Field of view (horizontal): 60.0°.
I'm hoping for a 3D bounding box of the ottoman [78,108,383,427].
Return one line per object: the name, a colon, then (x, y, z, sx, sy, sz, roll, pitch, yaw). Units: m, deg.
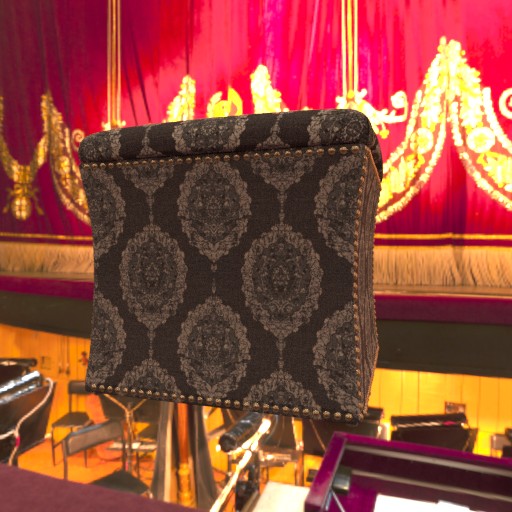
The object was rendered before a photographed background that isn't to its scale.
ottoman: (0.000, 0.000, 0.907, 0.497, 0.475, 0.507, 0, 2, 18)
